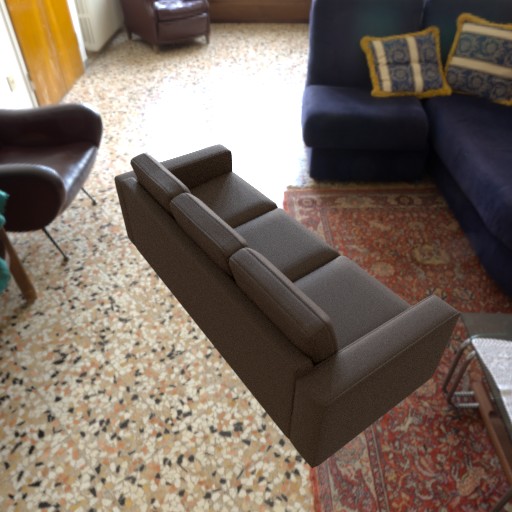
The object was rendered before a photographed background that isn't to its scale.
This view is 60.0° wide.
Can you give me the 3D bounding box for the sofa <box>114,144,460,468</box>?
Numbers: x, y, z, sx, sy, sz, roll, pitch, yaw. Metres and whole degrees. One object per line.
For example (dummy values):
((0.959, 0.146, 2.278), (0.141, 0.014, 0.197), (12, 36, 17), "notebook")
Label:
((0.000, 0.000, 2.689), (0.900, 0.806, 2.160), (-25, 47, -26), "sofa")
